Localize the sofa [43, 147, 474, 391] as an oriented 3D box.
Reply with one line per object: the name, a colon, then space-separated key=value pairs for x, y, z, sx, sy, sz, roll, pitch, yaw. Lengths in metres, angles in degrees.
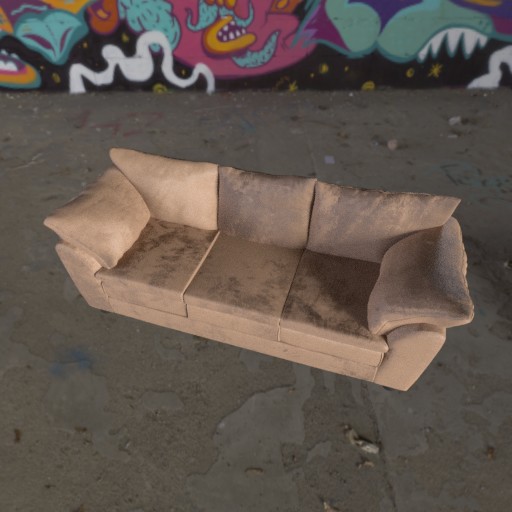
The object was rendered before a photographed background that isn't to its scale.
sofa: x=0.000 y=0.000 z=2.779 sx=2.377 sy=0.981 sz=0.893 roll=12 pitch=43 yaw=14
